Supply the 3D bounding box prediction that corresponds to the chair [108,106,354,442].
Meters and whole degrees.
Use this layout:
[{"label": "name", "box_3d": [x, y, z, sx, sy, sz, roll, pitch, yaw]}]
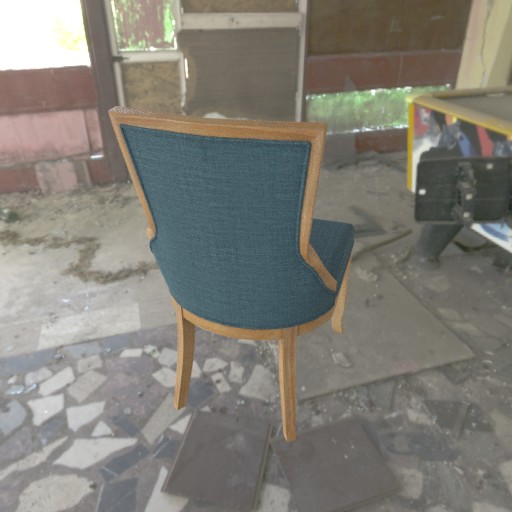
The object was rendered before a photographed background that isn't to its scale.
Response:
[{"label": "chair", "box_3d": [0.000, 0.000, 1.332, 0.524, 0.947, 0.641, 10, 32, 16]}]
